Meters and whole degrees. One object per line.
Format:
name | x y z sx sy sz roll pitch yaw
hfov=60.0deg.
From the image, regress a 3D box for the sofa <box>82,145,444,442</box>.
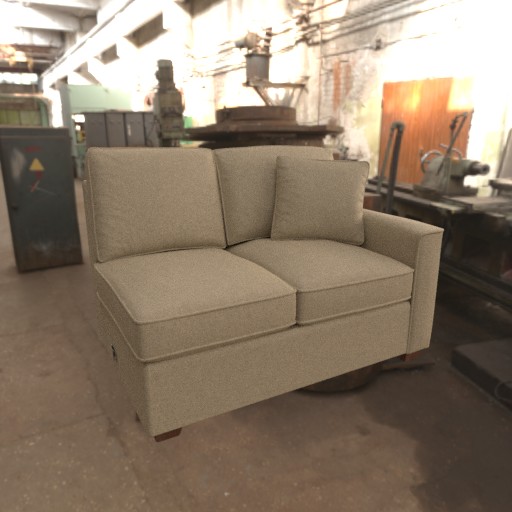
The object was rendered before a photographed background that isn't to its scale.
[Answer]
sofa | 0.000 0.000 2.072 1.388 0.989 0.991 -8 18 -27
